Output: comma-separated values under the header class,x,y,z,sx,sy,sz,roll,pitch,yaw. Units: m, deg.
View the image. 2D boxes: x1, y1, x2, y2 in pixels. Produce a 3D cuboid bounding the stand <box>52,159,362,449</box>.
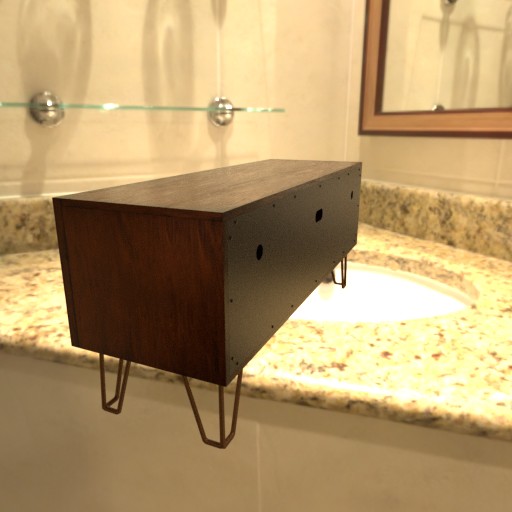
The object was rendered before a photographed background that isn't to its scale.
class,x,y,z,sx,sy,sz,roll,pitch,yaw
stand,0.000,0.000,1.666,0.481,0.610,1.372,7,18,23
